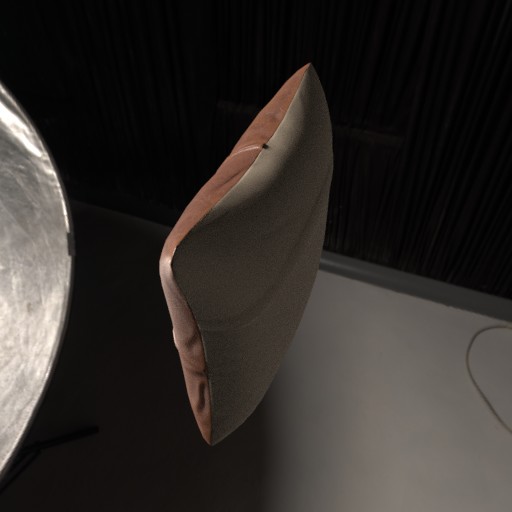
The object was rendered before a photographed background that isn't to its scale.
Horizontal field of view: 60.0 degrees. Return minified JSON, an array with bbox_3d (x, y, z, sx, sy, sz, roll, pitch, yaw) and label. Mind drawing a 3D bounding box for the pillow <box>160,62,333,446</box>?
[{"bbox_3d":[0.000,0.000,0.727,0.192,0.470,0.484,15,48,14],"label":"pillow"}]
